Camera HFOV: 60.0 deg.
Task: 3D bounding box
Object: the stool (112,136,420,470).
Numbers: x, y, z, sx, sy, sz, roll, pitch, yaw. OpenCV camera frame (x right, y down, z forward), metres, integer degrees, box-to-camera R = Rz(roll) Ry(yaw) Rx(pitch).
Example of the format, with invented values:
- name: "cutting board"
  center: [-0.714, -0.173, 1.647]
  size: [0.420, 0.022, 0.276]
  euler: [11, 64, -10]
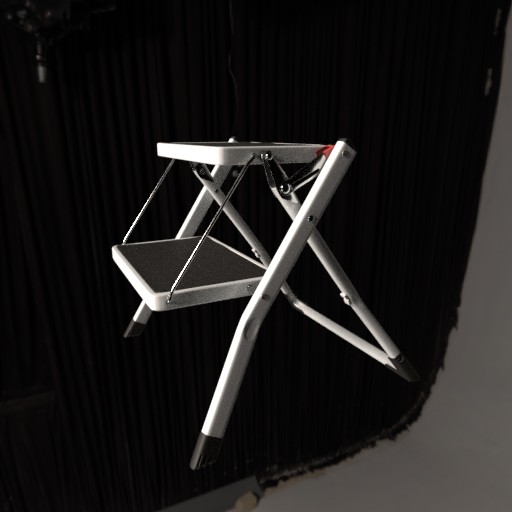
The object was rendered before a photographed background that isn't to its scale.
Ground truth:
- name: "stool"
  center: [0.000, 0.000, 0.860]
  size: [0.490, 0.445, 0.485]
  euler: [-8, 17, -26]
